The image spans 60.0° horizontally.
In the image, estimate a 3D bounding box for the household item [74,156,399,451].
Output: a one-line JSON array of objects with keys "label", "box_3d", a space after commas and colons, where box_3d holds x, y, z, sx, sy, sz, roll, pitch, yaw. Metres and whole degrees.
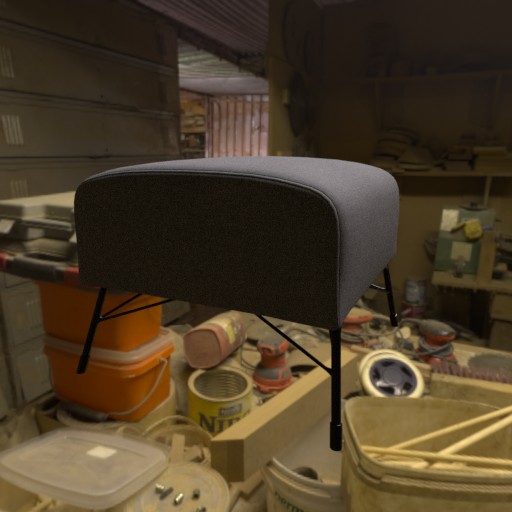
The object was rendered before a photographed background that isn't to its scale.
[{"label": "household item", "box_3d": [0.000, 0.000, 0.933, 0.530, 0.410, 0.530, 7, 15, 25]}]
